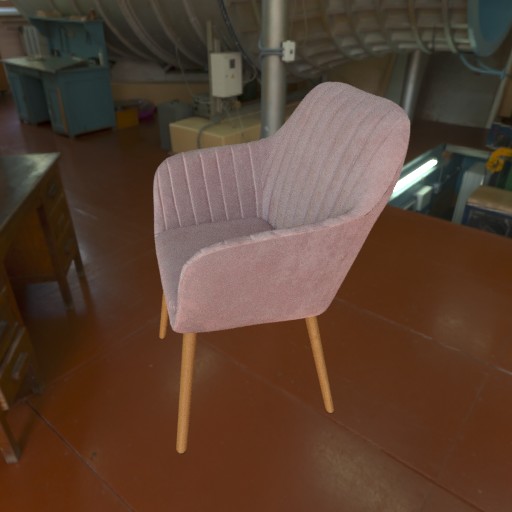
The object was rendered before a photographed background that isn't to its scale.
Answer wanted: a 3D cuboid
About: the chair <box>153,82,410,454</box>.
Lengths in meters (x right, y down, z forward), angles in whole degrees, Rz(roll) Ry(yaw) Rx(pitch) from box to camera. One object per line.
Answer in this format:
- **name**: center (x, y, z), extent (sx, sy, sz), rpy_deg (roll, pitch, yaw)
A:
- **chair**: center (0.000, 0.000, 1.212), extent (0.570, 0.832, 0.610), rpy_deg (-9, 32, -14)
